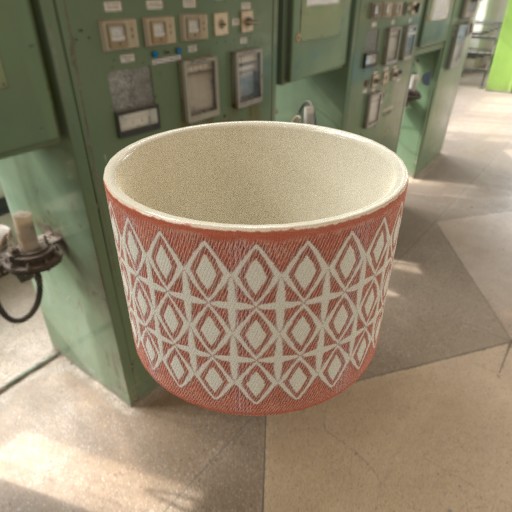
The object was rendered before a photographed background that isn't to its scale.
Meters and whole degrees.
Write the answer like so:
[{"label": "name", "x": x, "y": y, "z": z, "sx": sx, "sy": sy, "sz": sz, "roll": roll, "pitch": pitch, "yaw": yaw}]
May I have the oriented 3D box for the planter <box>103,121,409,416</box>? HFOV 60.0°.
[{"label": "planter", "x": 0.000, "y": 0.000, "z": 0.328, "sx": 0.192, "sy": 0.148, "sz": 0.192, "roll": 0, "pitch": 32, "yaw": 0}]
